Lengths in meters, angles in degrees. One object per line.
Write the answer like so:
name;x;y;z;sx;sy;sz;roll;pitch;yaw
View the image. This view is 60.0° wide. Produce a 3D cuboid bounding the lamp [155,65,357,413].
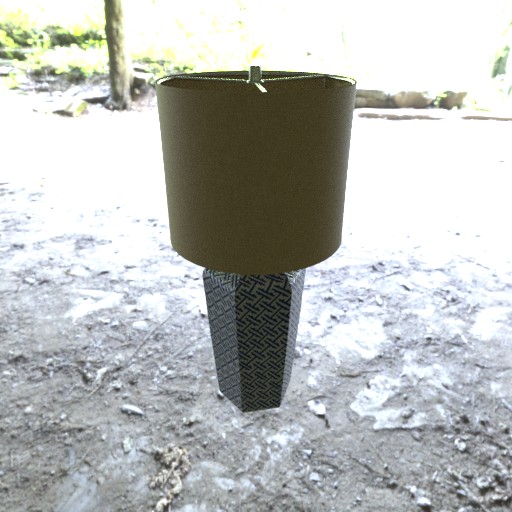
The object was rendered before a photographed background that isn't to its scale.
lamp;0.000;0.000;0.861;0.320;0.682;0.320;-18;33;-31
